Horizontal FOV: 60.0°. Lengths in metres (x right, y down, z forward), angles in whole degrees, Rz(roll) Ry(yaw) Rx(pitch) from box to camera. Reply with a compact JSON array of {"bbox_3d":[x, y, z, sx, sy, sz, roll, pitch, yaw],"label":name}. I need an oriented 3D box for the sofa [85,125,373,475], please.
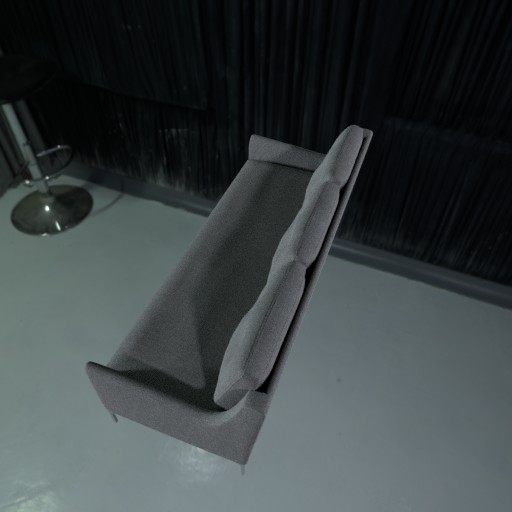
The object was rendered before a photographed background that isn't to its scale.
[{"bbox_3d":[0.000,0.000,2.557,0.849,0.837,2.060,16,48,14],"label":"sofa"}]
